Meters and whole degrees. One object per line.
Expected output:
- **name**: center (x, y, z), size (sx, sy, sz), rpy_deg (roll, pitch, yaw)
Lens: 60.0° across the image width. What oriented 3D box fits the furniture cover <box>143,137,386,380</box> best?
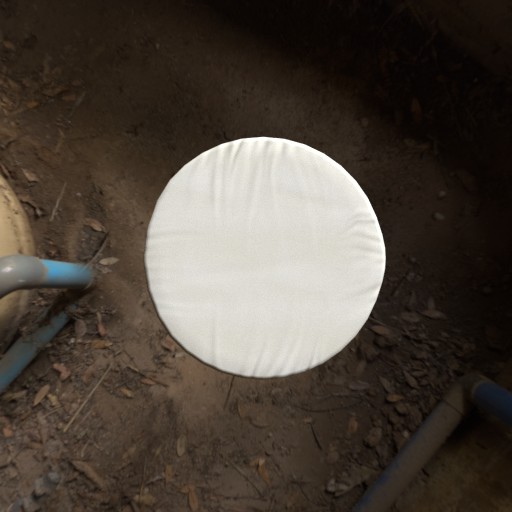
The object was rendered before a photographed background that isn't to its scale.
- **furniture cover**: center (0.000, 0.000, 2.864), size (0.914, 2.413, 0.914), rpy_deg (0, 90, -2)
